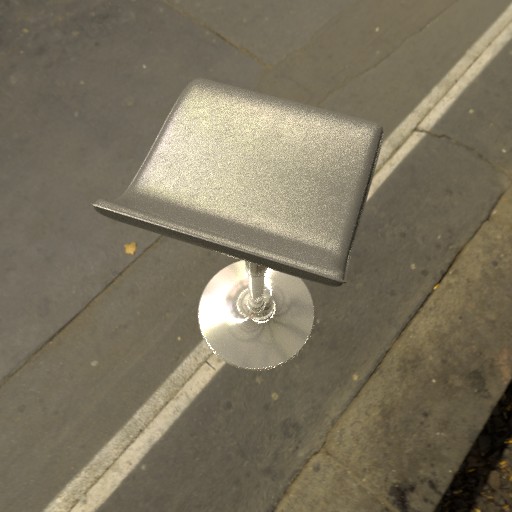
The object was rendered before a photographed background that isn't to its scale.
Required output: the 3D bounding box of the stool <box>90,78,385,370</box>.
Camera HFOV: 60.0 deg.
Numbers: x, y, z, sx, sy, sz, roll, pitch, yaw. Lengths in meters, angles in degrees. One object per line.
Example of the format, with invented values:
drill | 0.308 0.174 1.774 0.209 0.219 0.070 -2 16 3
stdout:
stool | 0.000 0.000 1.056 0.381 0.851 0.381 17 66 8
